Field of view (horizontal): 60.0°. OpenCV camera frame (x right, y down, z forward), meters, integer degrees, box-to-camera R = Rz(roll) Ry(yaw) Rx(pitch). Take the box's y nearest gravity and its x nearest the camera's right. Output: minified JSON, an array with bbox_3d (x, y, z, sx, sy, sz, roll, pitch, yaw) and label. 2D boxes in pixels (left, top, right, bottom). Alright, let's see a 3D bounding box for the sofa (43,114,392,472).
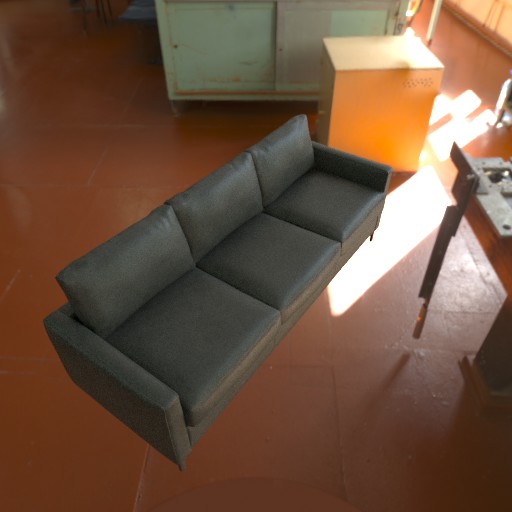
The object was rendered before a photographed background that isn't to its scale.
[{"bbox_3d":[0.000,0.000,2.377,0.748,0.805,2.029,26,48,26],"label":"sofa"}]
